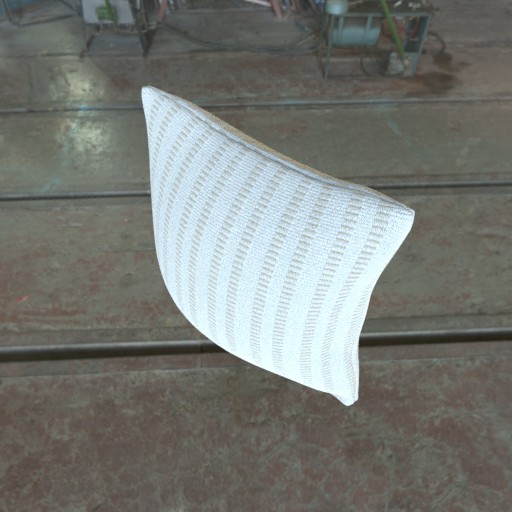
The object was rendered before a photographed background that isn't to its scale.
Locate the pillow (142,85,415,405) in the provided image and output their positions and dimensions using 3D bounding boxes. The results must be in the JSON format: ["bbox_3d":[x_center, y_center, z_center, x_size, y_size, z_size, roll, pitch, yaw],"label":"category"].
[{"bbox_3d":[0.000,0.000,0.690,0.438,0.419,0.247,33,54,28],"label":"pillow"}]
